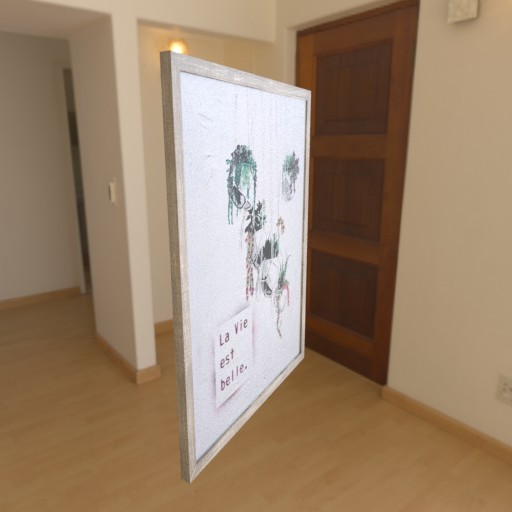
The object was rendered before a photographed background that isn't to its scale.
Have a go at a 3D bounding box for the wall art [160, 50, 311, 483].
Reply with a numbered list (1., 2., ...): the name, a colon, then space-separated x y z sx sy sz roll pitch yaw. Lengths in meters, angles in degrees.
1. wall art: 0.000 0.000 1.349 0.035 1.022 0.781 7 16 27
